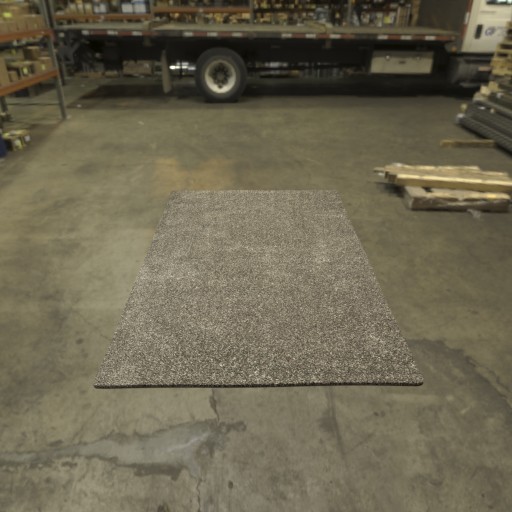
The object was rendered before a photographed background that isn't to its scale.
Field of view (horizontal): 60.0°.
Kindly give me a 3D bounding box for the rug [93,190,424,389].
[{"bbox_3d":[0.000,0.000,3.017,1.502,0.025,2.350,0,30,-1],"label":"rug"}]
